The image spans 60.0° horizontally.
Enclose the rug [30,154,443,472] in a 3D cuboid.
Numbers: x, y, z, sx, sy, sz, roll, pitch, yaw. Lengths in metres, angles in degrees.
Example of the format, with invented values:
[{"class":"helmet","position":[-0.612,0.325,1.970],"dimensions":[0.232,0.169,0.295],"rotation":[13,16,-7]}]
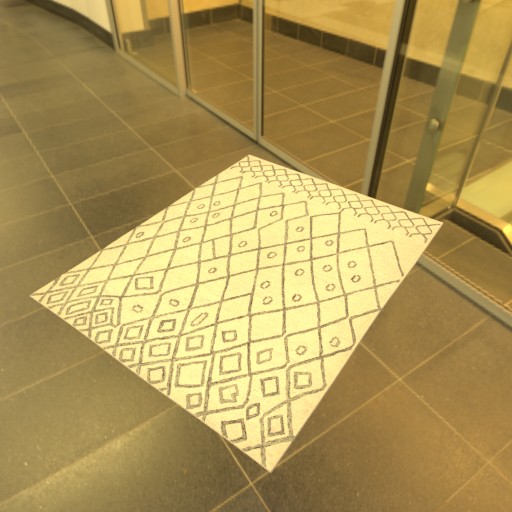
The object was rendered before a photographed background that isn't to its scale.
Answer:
[{"class":"rug","position":[0.000,0.000,4.069],"dimensions":[2.446,0.015,3.046],"rotation":[25,47,27]}]
